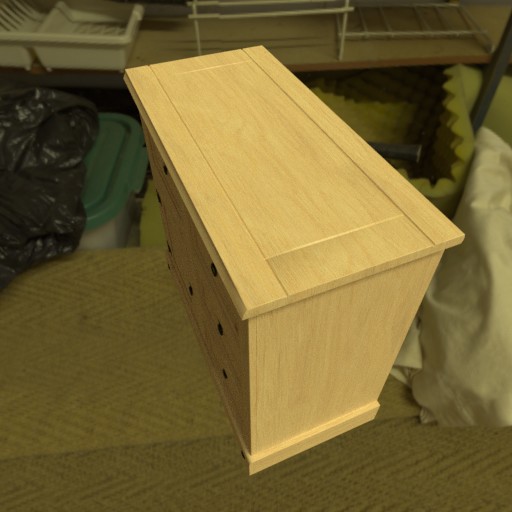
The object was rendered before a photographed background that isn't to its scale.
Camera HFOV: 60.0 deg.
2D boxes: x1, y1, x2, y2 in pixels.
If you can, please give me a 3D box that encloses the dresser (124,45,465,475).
[{"bbox_3d":[0.000,0.000,1.337,0.440,0.835,0.915,-17,49,-16],"label":"dresser"}]
